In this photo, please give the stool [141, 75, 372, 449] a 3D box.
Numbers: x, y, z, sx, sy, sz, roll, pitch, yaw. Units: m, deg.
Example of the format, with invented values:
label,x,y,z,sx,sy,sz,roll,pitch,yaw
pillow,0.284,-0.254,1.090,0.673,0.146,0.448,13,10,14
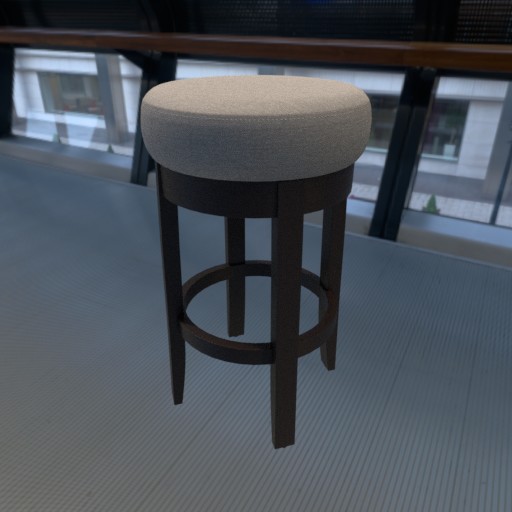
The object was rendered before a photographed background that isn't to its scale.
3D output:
label,x,y,z,sx,sy,sz,roll,pitch,yaw
stool,0.000,0.000,1.012,0.443,0.757,0.443,0,27,0
